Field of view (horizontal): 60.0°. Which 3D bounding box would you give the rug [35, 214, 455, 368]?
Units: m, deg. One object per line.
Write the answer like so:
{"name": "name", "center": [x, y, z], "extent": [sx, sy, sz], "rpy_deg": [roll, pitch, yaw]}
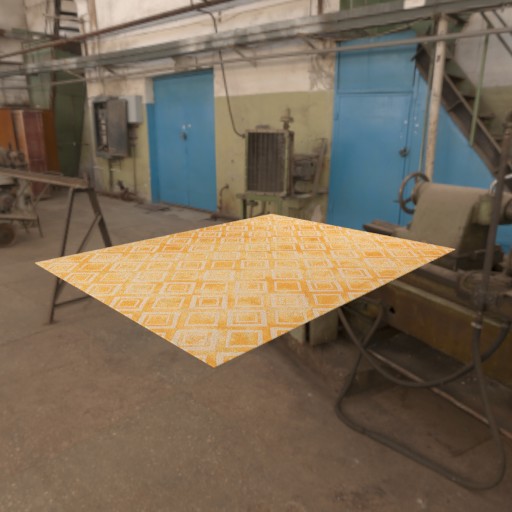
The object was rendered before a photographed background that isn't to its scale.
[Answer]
{"name": "rug", "center": [0.000, 0.000, 4.073], "extent": [2.433, 0.011, 3.037], "rpy_deg": [16, 23, 42]}
